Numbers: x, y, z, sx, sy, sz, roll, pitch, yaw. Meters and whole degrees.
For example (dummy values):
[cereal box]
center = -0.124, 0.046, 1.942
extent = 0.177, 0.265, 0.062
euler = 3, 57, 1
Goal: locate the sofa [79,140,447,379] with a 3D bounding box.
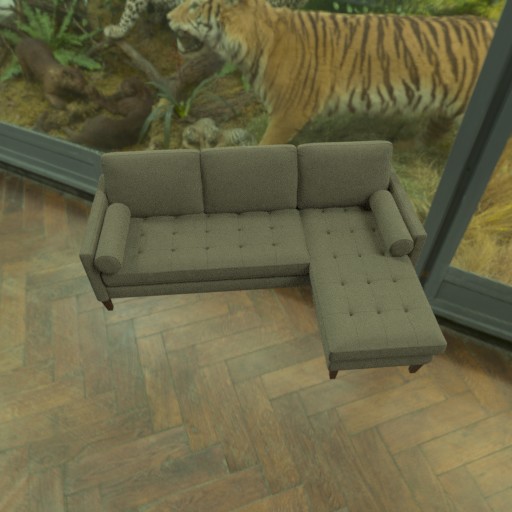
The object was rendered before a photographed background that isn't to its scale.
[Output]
[sofa]
center = 0.000, 0.000, 2.902
extent = 2.178, 0.875, 1.506
euler = -3, 46, -3
